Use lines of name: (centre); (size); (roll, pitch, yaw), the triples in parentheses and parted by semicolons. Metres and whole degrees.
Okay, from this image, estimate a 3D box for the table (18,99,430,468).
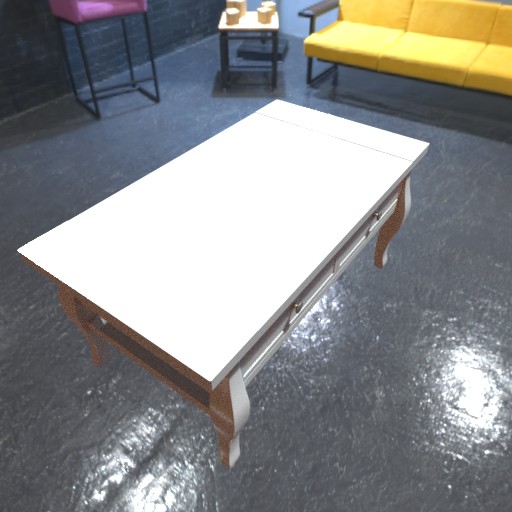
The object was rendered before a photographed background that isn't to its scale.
table: (0.000, 0.000, 1.375); (0.600, 0.495, 1.062); (26, 48, 26)
